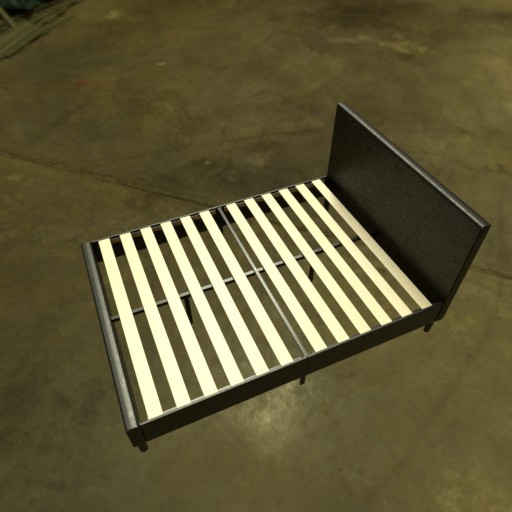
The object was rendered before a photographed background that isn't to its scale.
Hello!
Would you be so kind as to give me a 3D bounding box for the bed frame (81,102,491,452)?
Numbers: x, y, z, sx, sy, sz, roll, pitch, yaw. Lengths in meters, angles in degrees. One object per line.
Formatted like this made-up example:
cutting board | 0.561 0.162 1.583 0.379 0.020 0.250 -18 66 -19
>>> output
bed frame | 0.000 0.000 3.202 2.318 1.127 1.634 -18 49 -16
